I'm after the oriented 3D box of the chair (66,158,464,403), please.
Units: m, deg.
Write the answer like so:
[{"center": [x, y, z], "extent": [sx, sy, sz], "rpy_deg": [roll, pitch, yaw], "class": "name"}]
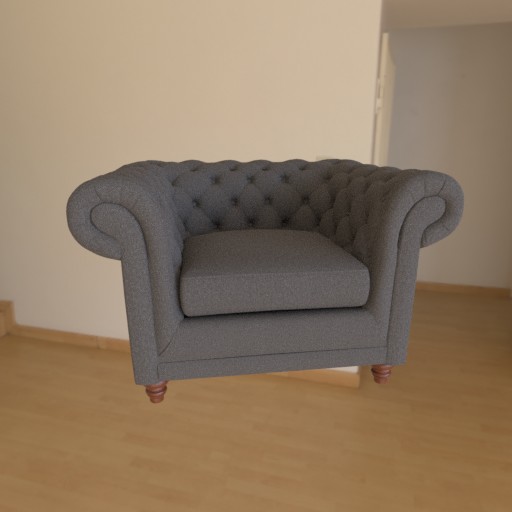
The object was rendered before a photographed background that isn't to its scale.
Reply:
[{"center": [0.000, 0.000, 1.872], "extent": [1.270, 0.770, 0.976], "rpy_deg": [-2, 15, -8], "class": "chair"}]
